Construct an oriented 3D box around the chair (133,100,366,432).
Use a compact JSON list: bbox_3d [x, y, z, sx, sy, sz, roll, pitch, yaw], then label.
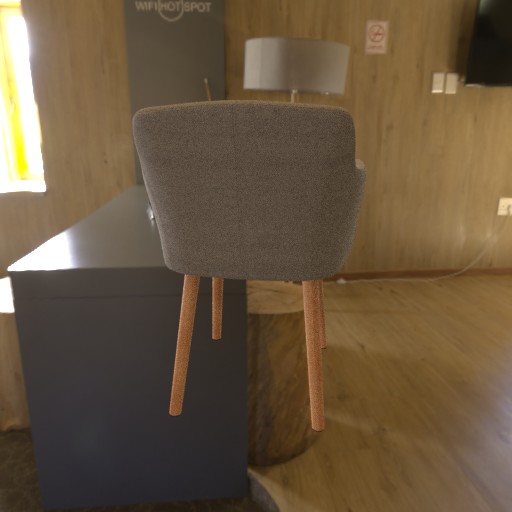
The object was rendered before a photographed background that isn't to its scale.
[{"bbox_3d":[0.000,0.000,1.214,0.570,0.780,0.540,3,16,9],"label":"chair"}]
